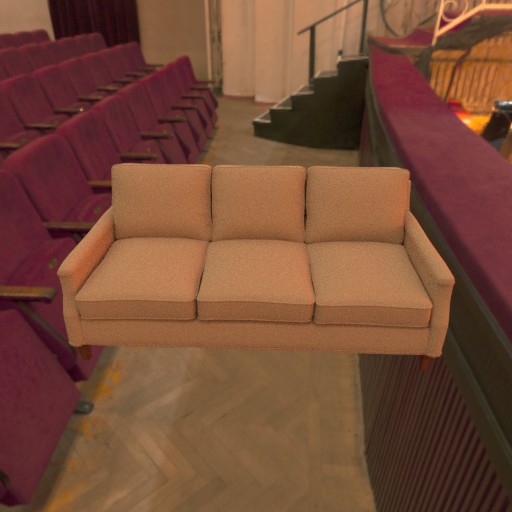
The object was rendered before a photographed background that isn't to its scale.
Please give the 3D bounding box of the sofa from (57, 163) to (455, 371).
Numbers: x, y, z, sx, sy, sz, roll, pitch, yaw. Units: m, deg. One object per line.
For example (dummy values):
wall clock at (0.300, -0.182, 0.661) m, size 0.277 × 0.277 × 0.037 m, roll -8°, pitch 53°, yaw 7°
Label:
sofa at (0.000, 0.000, 2.933) m, size 2.246 × 1.003 × 1.084 m, roll 1°, pitch 30°, yaw 2°
